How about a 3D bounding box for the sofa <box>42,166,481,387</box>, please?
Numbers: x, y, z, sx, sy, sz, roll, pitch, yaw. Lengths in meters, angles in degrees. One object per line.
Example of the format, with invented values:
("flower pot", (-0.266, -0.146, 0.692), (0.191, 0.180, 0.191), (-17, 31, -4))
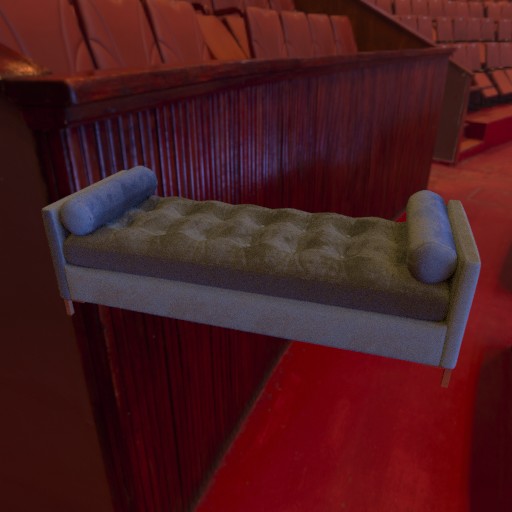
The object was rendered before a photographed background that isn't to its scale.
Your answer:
("sofa", (0.000, 0.000, 2.455), (2.102, 0.705, 0.796), (8, 28, 15))
